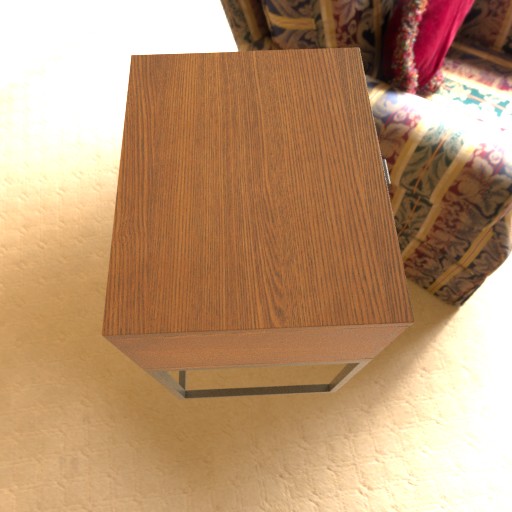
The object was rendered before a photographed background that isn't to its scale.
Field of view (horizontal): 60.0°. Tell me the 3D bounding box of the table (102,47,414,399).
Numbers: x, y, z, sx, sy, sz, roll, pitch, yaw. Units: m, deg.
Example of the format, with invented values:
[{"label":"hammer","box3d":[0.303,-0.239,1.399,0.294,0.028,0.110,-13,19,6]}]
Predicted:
[{"label":"table","box3d":[0.000,0.000,0.924,0.400,0.610,0.482,-2,65,-1]}]
